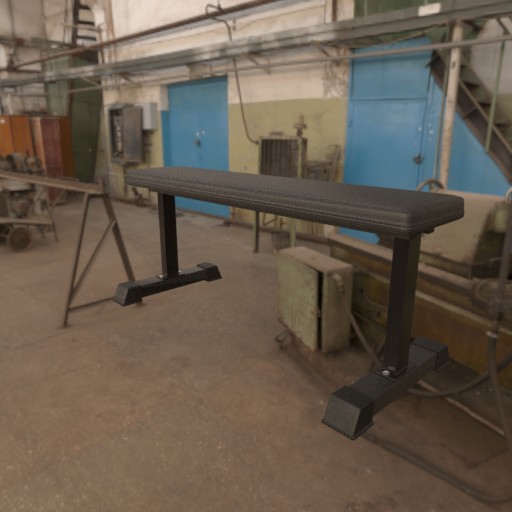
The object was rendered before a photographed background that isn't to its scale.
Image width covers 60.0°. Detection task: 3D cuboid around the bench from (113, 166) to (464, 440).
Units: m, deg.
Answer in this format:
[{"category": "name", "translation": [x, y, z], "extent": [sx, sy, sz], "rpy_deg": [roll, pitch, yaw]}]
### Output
[{"category": "bench", "translation": [0.000, 0.000, 1.299], "extent": [0.439, 0.453, 1.072], "rpy_deg": [-15, 22, -41]}]
